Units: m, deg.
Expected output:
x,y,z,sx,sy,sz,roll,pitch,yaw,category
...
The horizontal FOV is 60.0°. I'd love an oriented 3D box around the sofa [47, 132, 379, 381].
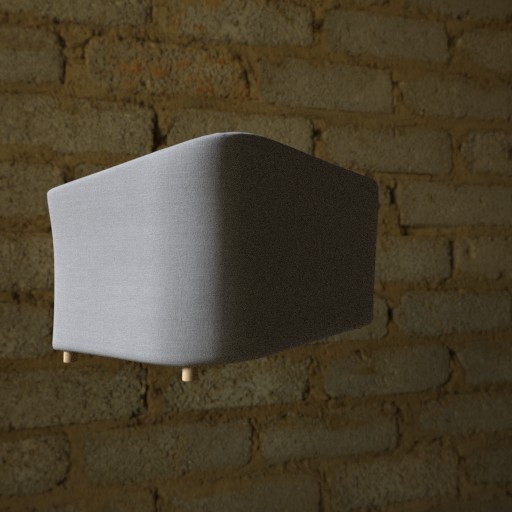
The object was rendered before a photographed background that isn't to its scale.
x,y,z,sx,sy,sz,roll,pitch,yaw,category
0.000,0.000,1.869,0.705,0.721,1.452,0,-1,36,sofa
